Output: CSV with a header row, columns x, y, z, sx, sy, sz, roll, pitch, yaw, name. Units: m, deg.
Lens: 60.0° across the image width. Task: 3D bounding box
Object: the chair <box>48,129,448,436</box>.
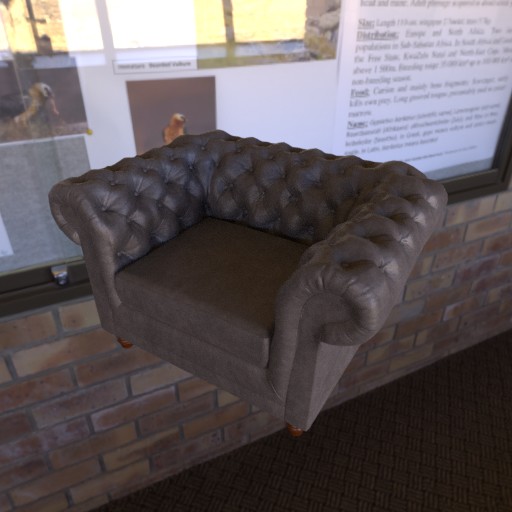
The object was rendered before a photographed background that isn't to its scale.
x,y,z,sx,sy,sz,roll,pitch,yaw,name
0.000,0.000,1.853,1.298,0.780,0.943,18,36,27,chair
